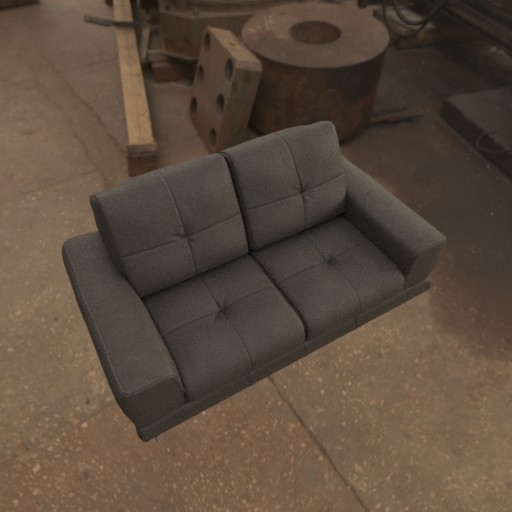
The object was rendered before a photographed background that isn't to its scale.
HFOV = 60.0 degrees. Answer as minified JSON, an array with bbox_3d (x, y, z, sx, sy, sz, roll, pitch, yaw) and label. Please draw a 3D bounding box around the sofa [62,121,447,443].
[{"bbox_3d":[0.000,0.000,2.353,1.806,0.907,1.018,-23,51,-20],"label":"sofa"}]
